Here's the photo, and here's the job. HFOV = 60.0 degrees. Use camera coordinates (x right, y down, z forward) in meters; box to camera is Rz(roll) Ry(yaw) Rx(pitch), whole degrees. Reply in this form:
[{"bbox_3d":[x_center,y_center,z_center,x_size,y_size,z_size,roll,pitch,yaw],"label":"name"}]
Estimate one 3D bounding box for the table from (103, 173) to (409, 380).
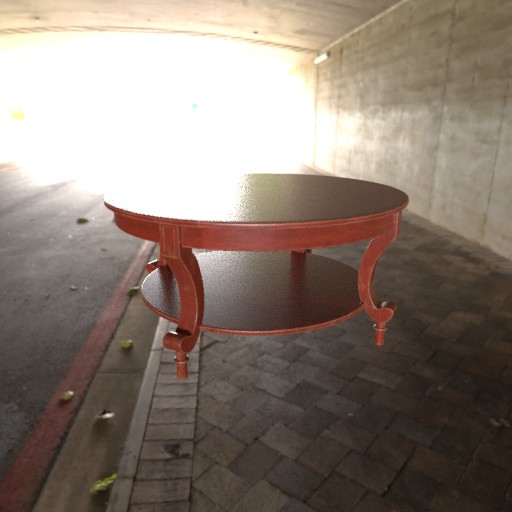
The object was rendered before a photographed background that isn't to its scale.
[{"bbox_3d":[0.000,0.000,1.633,1.029,0.486,1.029,0,17,0],"label":"table"}]
